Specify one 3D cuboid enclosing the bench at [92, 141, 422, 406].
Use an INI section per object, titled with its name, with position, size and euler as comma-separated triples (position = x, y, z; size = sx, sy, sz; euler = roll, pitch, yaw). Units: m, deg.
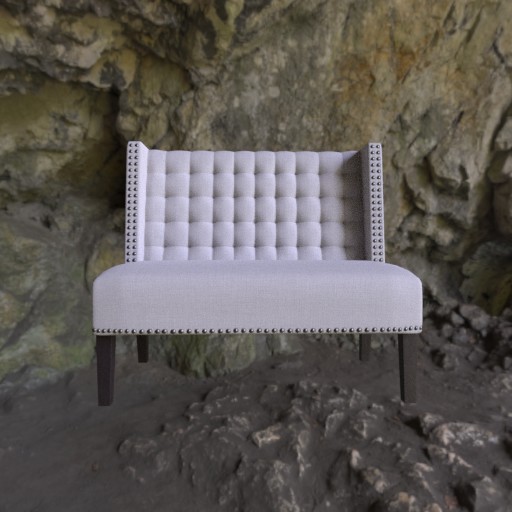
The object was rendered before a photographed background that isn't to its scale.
[bench]
position = 0.000, 0.000, 2.054
size = 1.280, 1.123, 0.847
euler = 0, 1, -2
